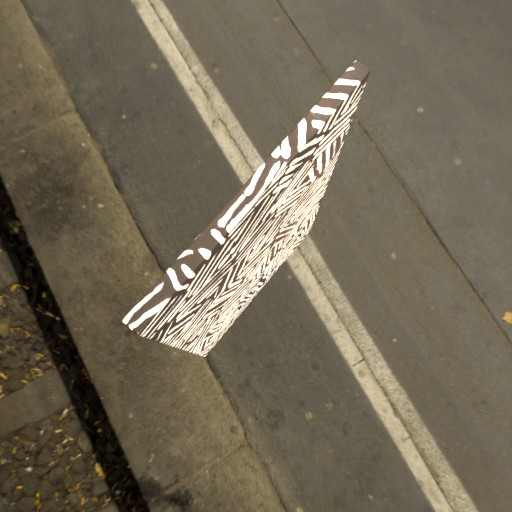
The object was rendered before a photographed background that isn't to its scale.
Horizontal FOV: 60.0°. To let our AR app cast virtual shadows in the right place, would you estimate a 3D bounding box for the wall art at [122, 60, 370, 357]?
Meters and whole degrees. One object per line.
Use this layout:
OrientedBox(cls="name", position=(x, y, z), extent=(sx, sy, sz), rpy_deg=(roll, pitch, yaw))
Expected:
OrientedBox(cls="wall art", position=(0.000, 0.000, 1.185), extent=(0.035, 0.918, 0.615), rpy_deg=(38, 78, 9))
